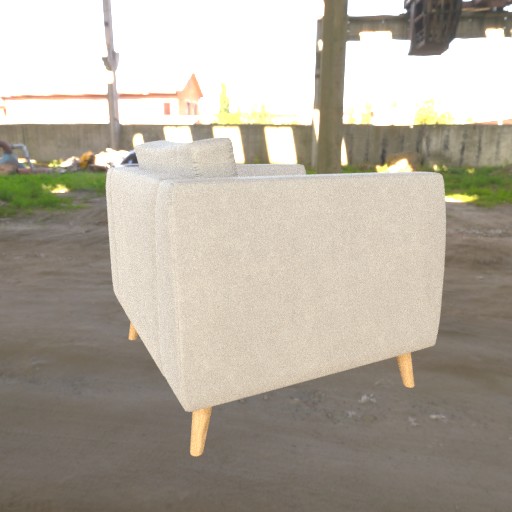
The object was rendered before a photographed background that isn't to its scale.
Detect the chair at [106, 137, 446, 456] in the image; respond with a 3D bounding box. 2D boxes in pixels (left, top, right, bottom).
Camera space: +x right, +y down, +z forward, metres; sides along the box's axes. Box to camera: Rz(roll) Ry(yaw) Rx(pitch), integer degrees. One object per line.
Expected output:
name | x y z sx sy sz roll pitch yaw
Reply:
chair | 0.000 0.000 1.689 0.930 0.860 1.000 -7 15 -26
